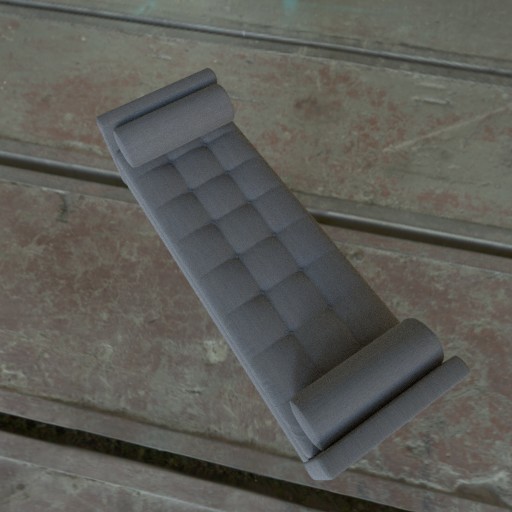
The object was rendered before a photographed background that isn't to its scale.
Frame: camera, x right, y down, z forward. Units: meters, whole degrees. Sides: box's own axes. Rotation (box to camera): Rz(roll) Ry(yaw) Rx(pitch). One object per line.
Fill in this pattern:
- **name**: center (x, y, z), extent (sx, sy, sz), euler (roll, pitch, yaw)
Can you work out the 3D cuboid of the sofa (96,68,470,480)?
- **sofa**: center (0.000, 0.000, 2.238), extent (0.686, 0.635, 1.981), euler (-30, 67, -14)
